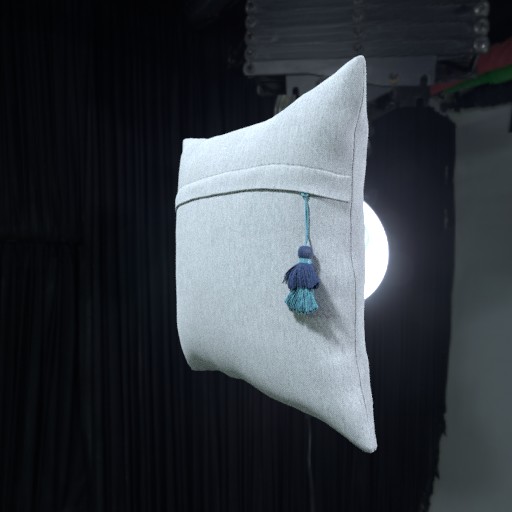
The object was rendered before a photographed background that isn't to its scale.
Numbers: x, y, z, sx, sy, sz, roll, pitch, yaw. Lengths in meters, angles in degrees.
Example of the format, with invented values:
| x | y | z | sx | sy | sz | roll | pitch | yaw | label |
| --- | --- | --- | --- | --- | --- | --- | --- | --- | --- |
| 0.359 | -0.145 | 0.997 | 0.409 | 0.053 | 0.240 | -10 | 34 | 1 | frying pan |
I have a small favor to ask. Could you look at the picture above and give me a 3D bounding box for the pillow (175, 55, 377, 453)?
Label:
| x | y | z | sx | sy | sz | roll | pitch | yaw | label |
| --- | --- | --- | --- | --- | --- | --- | --- | --- | --- |
| 0.000 | 0.000 | 0.661 | 0.173 | 0.436 | 0.433 | 0 | 0 | -35 | pillow |
